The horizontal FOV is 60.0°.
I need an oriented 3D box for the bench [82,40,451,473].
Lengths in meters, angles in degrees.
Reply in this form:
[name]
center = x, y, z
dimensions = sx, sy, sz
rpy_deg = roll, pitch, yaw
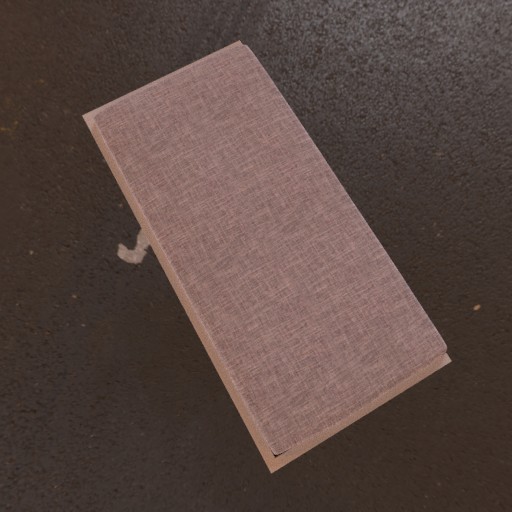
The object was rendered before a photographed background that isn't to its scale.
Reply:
[bench]
center = 0.000, 0.000, 0.999
dimensions = 0.362, 0.461, 0.734
rpy_deg = -29, 77, -7
